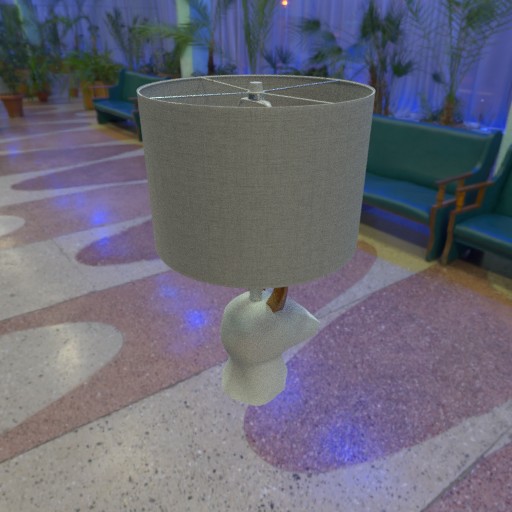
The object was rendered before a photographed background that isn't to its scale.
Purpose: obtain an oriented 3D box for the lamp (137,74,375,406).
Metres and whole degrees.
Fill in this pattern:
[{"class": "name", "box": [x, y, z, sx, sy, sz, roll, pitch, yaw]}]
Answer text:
[{"class": "lamp", "box": [0.000, 0.000, 0.685, 0.298, 0.503, 0.298, -18, 33, -30]}]
